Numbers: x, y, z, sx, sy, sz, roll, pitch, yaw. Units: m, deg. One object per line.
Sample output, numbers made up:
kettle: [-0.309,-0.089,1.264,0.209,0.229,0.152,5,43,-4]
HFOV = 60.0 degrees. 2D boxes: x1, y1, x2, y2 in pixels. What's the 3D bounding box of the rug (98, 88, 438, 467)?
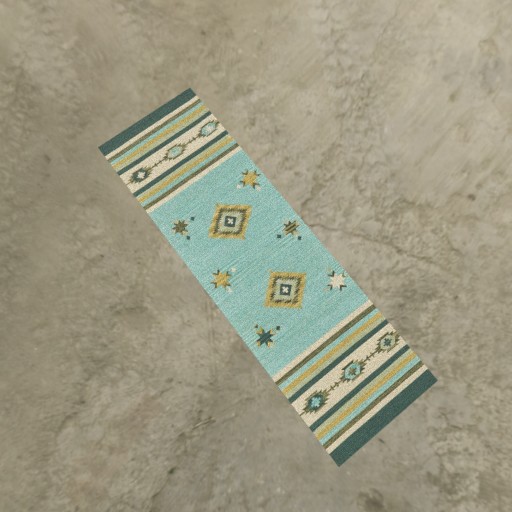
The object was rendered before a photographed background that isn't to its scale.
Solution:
rug: [0.000,0.000,2.729,0.744,0.010,2.441,-37,78,-9]
